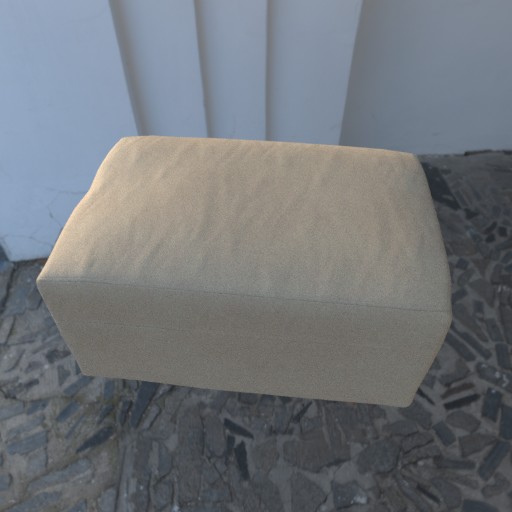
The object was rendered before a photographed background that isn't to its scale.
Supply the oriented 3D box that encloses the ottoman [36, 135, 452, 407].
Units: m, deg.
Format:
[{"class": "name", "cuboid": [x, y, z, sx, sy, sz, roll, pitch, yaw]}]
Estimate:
[{"class": "ottoman", "cuboid": [0.000, 0.000, 1.183, 0.872, 0.444, 0.590, 4, 47, 4]}]
